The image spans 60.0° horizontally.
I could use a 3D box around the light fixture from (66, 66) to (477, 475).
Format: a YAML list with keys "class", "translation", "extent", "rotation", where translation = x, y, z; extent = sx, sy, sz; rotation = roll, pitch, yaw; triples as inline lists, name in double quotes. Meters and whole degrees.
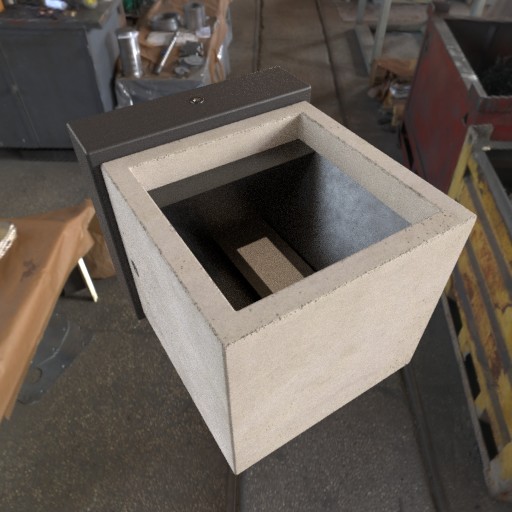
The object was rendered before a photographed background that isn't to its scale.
- class: "light fixture"
  translation: [0.000, 0.000, 0.229]
  extent: [0.121, 0.121, 0.143]
  rotation: [-24, 50, -22]
